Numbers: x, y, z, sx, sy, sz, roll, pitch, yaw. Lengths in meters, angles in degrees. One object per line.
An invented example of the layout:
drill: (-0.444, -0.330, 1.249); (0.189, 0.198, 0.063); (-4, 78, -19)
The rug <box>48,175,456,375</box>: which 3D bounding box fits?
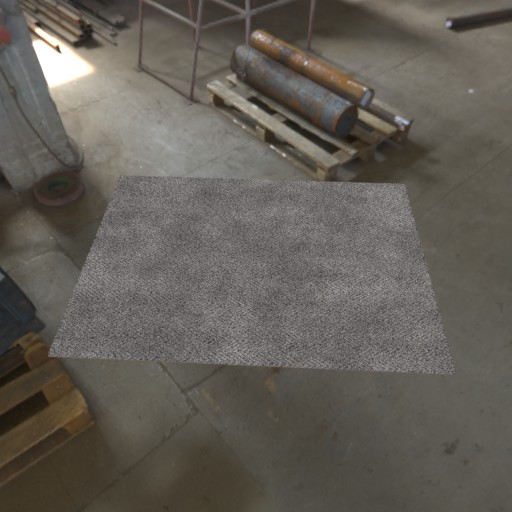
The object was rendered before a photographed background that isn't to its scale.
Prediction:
rug: (0.000, 0.000, 2.950); (2.235, 0.008, 1.600); (2, 48, 2)
